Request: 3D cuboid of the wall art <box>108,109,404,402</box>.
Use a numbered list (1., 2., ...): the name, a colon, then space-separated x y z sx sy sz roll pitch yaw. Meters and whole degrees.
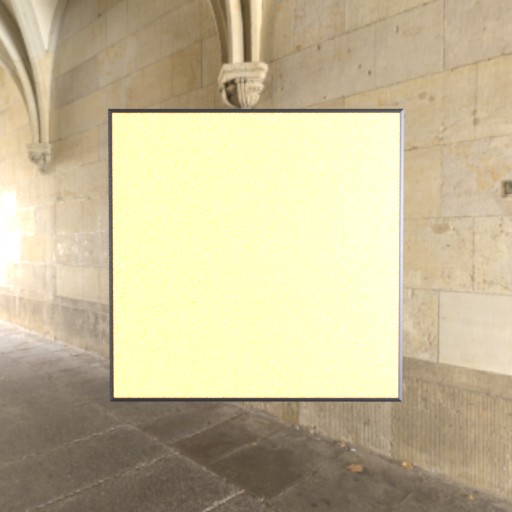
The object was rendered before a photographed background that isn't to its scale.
1. wall art: 0.000 0.000 1.179 0.769 0.766 0.042 0 1 0
